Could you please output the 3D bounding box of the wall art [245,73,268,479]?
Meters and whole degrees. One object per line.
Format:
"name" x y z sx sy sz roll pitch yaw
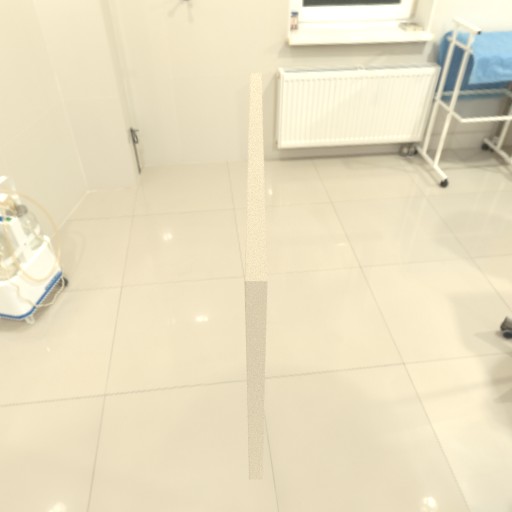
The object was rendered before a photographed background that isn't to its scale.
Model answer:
"wall art" 0.000 0.000 1.366 0.038 0.762 1.016 0 41 0
